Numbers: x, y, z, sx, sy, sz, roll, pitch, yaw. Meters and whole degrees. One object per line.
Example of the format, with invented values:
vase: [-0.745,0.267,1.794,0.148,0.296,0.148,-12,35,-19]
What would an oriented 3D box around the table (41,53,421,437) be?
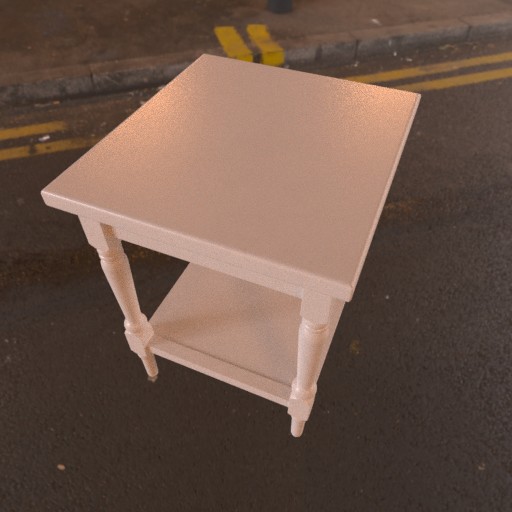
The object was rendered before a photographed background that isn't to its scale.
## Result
table: [0.000,0.000,0.910,0.442,0.565,0.488,17,50,15]
